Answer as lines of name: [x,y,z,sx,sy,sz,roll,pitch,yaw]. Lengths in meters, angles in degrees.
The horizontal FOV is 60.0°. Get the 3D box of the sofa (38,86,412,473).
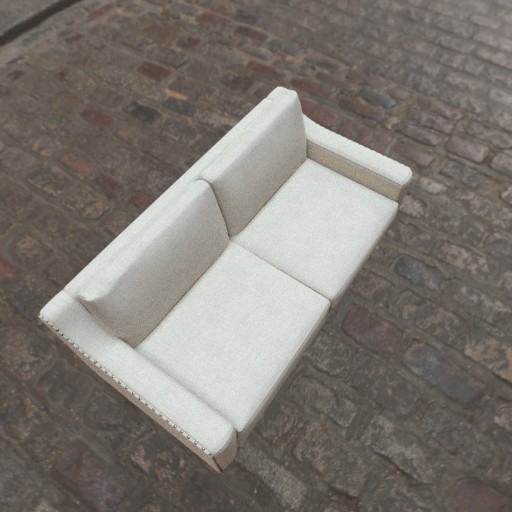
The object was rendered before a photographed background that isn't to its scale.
sofa: [0.000,0.000,2.693,1.104,0.983,2.107,31,63,18]
